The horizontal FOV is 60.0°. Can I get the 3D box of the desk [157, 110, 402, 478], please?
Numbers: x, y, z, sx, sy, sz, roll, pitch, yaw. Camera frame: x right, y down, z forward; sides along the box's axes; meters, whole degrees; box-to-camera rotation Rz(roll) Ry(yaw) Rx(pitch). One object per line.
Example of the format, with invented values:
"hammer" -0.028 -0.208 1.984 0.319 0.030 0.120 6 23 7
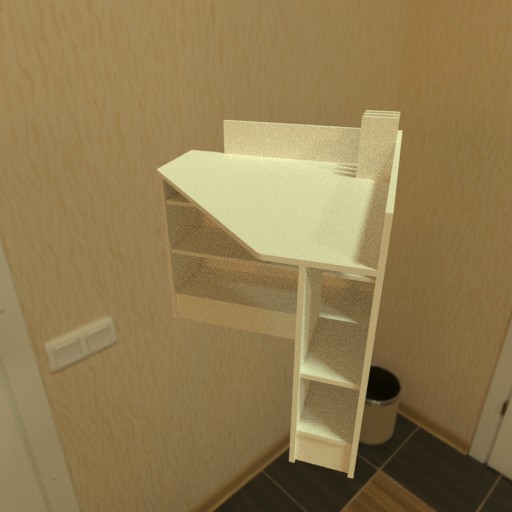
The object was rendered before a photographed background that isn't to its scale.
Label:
"desk" 0.000 0.000 1.701 0.940 0.986 0.940 8 28 16
